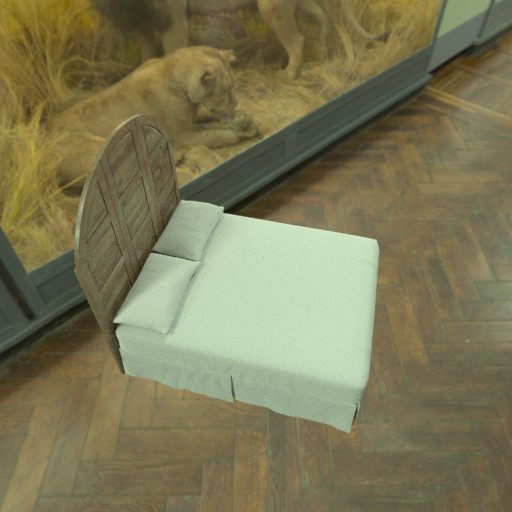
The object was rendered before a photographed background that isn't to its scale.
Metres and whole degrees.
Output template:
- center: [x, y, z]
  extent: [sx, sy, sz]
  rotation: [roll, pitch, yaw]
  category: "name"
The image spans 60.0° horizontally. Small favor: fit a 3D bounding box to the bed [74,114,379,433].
- center: [0.000, 0.000, 3.635]
  extent: [2.112, 2.002, 1.713]
  rotation: [10, 48, 10]
  category: "bed"
